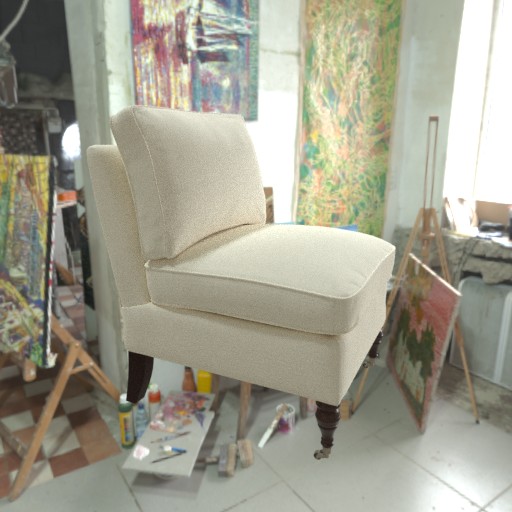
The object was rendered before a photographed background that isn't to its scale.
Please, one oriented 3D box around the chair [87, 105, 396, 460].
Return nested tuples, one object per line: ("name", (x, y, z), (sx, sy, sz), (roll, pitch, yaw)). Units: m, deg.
("chair", (0.000, 0.000, 1.401), (0.781, 0.887, 0.630), (7, 17, 26))
